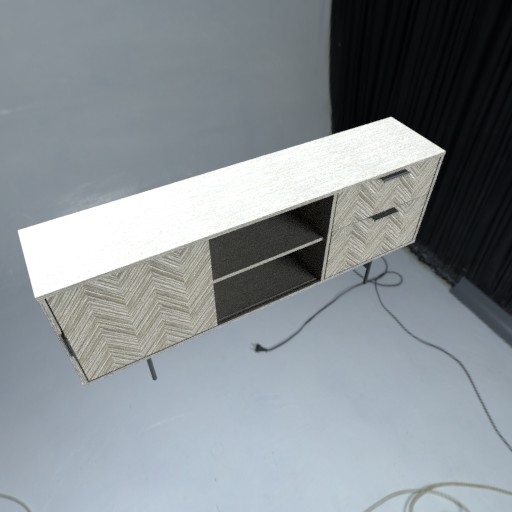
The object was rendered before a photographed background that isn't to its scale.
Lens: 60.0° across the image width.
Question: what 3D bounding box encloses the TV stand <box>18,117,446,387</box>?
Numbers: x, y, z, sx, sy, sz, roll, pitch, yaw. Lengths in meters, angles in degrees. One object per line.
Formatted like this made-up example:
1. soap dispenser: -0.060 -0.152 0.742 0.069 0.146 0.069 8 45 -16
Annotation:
1. TV stand: 0.000 0.000 2.110 1.804 0.787 0.405 -21 49 -20
